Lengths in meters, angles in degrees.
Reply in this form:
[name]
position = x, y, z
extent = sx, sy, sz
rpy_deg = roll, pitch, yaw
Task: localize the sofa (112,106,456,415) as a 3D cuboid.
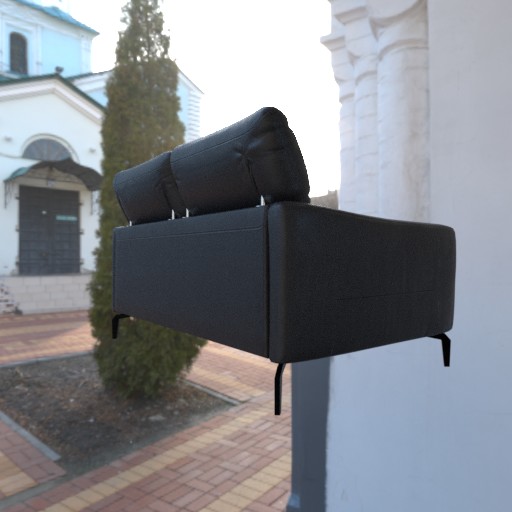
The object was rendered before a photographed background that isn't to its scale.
[sofa]
position = 0.000, 0.000, 2.137
extent = 0.958, 0.920, 1.596
rpy_deg = 0, 0, -36
